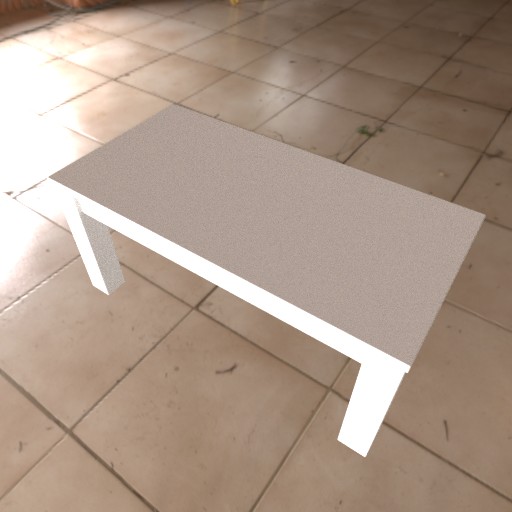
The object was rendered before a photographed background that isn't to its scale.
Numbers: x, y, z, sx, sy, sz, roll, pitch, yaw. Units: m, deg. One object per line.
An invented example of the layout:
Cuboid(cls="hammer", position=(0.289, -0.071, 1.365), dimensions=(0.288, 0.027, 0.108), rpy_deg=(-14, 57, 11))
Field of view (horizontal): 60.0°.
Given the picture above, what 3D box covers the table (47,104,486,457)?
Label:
Cuboid(cls="table", position=(0.000, 0.000, 2.296), dimensions=(1.800, 0.790, 0.900), rpy_deg=(26, 51, 23))
